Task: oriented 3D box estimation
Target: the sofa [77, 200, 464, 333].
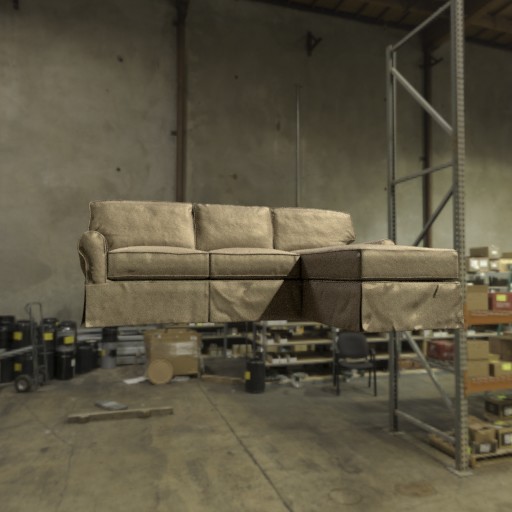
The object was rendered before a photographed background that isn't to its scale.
[{"bbox_3d":[0.000,0.000,3.291,2.475,0.978,1.733,1,-2,-18],"label":"sofa"}]
